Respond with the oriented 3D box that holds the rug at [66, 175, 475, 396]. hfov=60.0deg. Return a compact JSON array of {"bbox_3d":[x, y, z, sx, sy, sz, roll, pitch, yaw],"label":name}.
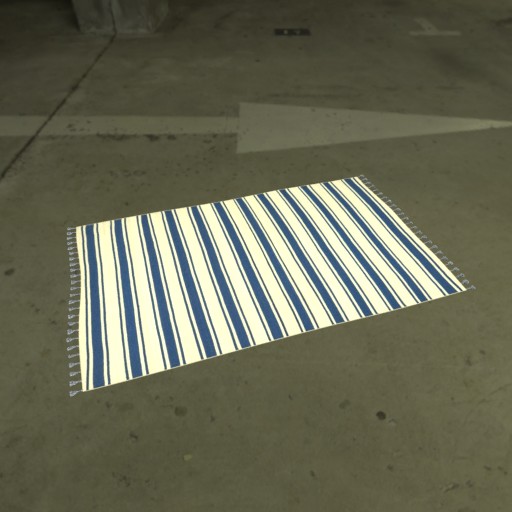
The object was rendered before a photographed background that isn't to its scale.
[{"bbox_3d":[0.000,0.000,2.587,2.108,0.009,1.248,-12,43,-14],"label":"rug"}]
